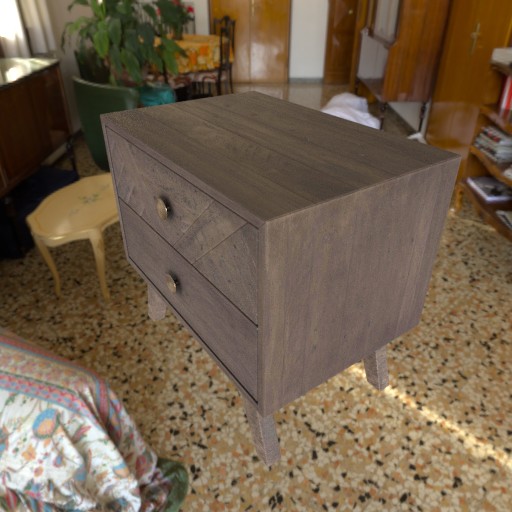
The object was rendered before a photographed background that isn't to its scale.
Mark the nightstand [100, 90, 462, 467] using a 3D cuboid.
[{"bbox_3d":[0.000,0.000,1.069,0.450,0.599,0.650,-21,38,-29],"label":"nightstand"}]
